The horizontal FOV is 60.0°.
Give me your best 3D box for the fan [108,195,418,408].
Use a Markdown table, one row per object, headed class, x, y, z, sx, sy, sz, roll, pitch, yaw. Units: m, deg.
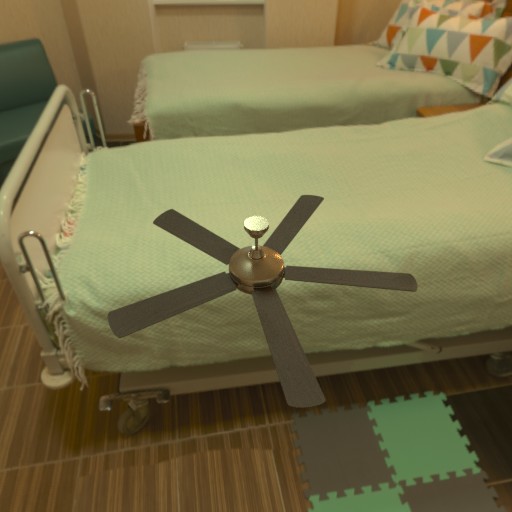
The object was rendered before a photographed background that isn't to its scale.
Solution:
| class | x | y | z | sx | sy | sz | roll | pitch | yaw |
| --- | --- | --- | --- | --- | --- | --- | --- | --- | --- |
| fan | 0.000 | 0.000 | 1.952 | 1.321 | 0.356 | 1.321 | -28 | 47 | -29 |
